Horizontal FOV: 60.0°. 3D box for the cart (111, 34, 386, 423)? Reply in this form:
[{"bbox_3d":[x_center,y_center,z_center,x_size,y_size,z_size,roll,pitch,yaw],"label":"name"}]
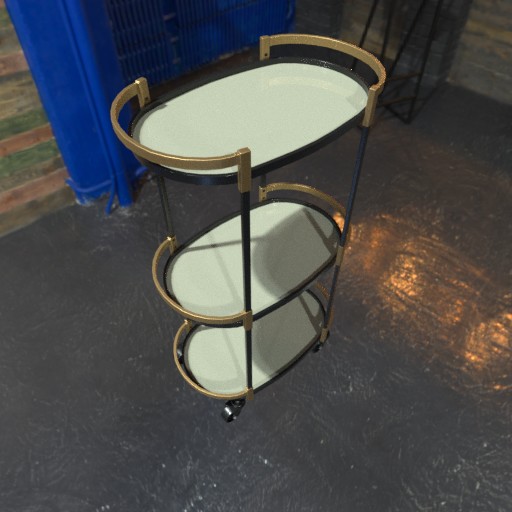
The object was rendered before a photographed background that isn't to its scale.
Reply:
[{"bbox_3d":[0.000,0.000,1.096,0.515,0.885,0.311,-32,55,-26],"label":"cart"}]
